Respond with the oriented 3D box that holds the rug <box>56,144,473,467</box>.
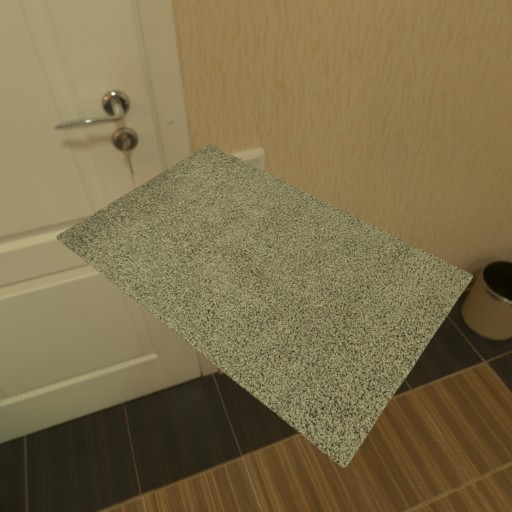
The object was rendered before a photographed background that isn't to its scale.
[{"bbox_3d":[0.000,0.000,3.439,2.743,0.030,1.778,32,54,26],"label":"rug"}]
